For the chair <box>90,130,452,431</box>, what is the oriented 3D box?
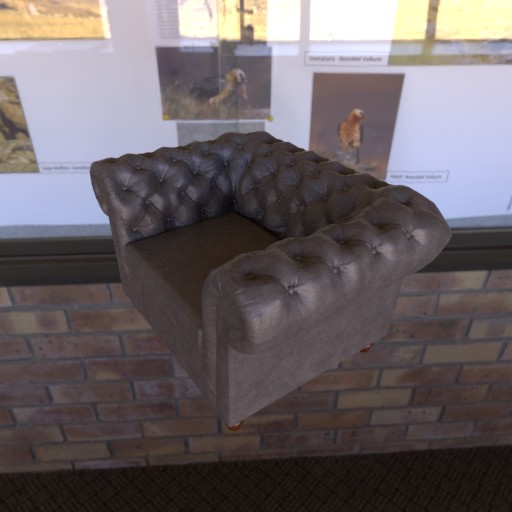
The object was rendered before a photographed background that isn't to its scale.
[{"bbox_3d":[0.000,0.000,1.924,0.943,0.780,1.298,-21,38,-30],"label":"chair"}]
